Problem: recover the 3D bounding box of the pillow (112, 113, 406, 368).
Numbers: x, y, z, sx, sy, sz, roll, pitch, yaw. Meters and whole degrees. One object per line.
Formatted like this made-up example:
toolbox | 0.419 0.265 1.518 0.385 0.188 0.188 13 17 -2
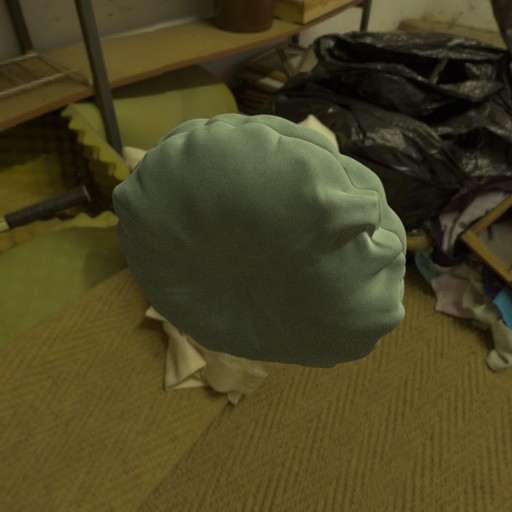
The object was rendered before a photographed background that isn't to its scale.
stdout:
pillow | 0.000 0.000 0.636 0.428 0.407 0.148 13 44 14
